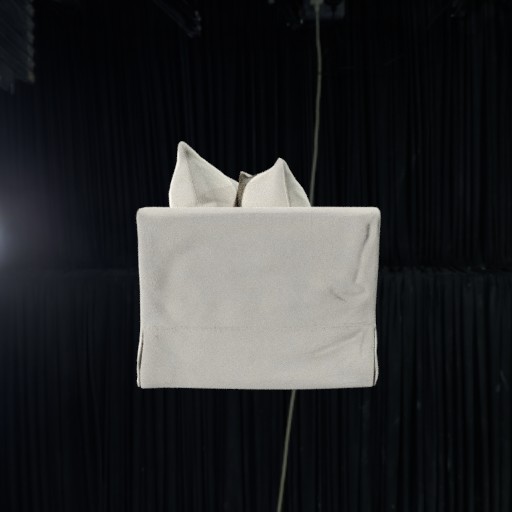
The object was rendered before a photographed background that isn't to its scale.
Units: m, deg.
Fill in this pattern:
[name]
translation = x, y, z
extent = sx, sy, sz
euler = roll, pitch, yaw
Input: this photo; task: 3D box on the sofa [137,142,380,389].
[sofa]
translation = 0.000, 0.000, 3.025
extent = 1.046, 1.047, 2.499
euler = 0, 1, 0
